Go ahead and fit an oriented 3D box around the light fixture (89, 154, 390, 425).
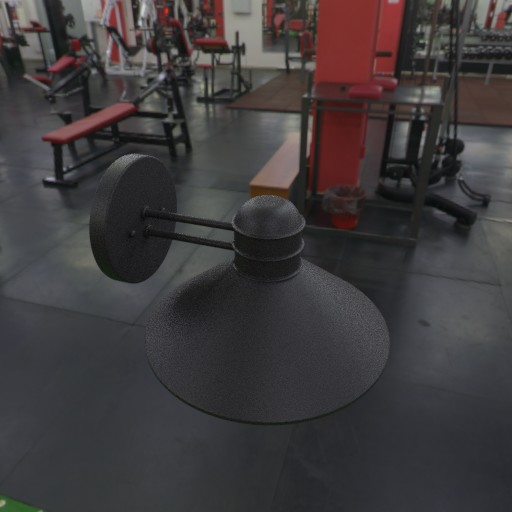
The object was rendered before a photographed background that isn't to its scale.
[{"bbox_3d":[0.000,0.000,0.677,0.434,0.265,0.396,10,32,17],"label":"light fixture"}]
